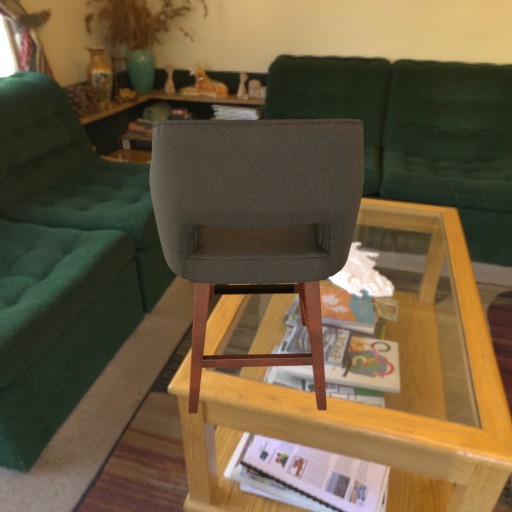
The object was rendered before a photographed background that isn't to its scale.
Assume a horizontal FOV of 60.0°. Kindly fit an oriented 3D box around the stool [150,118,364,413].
[{"bbox_3d":[0.000,0.000,1.307,0.548,0.912,0.558,-1,31,-1],"label":"stool"}]
